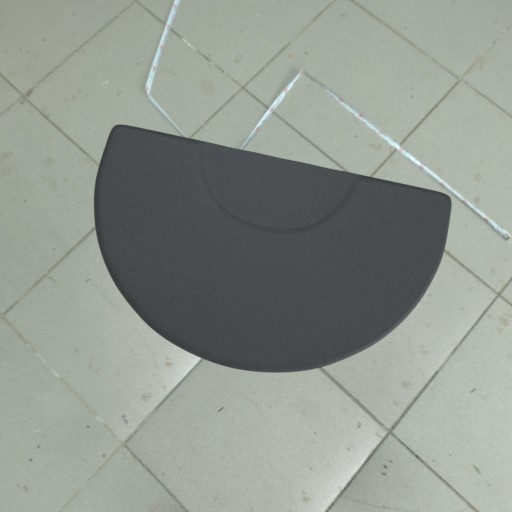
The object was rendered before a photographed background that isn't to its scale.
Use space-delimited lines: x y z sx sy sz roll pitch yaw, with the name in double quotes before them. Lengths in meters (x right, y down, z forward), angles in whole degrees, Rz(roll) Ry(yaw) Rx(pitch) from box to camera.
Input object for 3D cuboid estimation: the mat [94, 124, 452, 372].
"mat" 0.000 0.000 1.832 1.525 0.016 0.917 13 76 3
